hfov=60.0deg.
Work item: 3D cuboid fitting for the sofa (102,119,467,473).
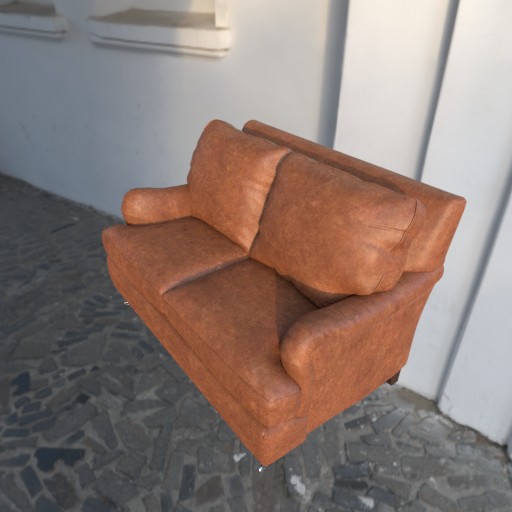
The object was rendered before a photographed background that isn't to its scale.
[{"bbox_3d":[0.000,0.000,2.192,1.077,1.004,1.527,-22,39,-31],"label":"sofa"}]
